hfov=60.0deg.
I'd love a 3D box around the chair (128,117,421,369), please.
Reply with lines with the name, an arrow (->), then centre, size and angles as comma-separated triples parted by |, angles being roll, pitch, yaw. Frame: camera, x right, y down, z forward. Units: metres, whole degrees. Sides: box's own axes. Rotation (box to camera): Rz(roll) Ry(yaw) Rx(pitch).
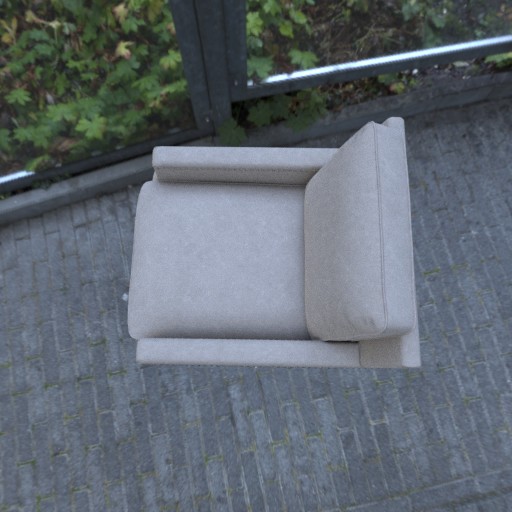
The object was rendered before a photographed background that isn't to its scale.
chair -> 0.000, 0.000, 1.751 | 1.014, 0.943, 0.853 | 1, 76, 0
